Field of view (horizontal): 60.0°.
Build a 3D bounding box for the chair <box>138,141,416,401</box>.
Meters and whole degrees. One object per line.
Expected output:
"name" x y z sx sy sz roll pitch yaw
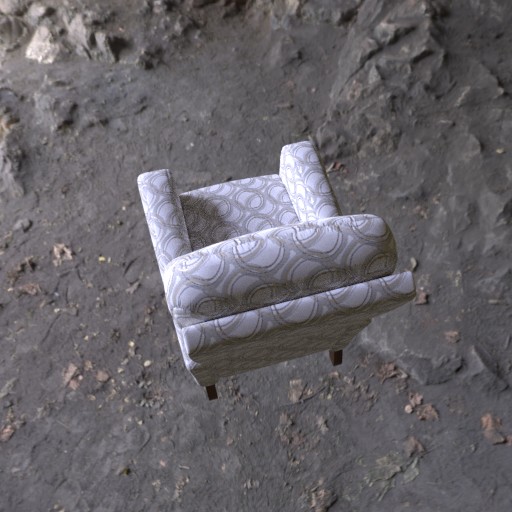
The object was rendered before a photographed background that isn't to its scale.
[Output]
"chair" 0.000 0.000 1.762 0.796 1.065 0.995 -13 58 -8
